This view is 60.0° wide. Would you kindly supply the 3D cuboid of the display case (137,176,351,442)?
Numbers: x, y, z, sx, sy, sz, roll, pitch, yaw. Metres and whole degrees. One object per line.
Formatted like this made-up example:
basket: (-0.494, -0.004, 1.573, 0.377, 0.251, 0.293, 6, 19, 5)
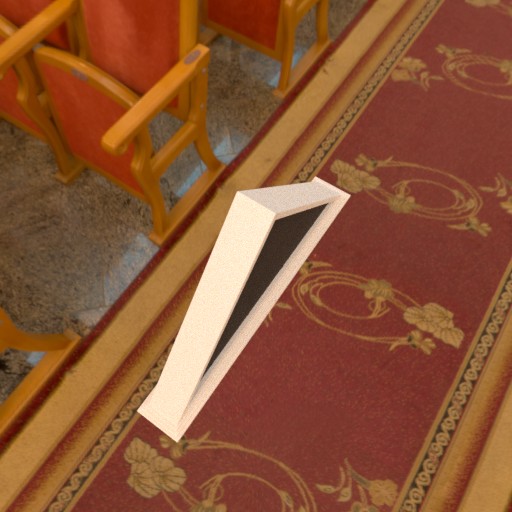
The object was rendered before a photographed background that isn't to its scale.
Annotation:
display case: (0.000, 0.000, 0.774, 0.095, 0.340, 0.640, 31, 68, 14)
